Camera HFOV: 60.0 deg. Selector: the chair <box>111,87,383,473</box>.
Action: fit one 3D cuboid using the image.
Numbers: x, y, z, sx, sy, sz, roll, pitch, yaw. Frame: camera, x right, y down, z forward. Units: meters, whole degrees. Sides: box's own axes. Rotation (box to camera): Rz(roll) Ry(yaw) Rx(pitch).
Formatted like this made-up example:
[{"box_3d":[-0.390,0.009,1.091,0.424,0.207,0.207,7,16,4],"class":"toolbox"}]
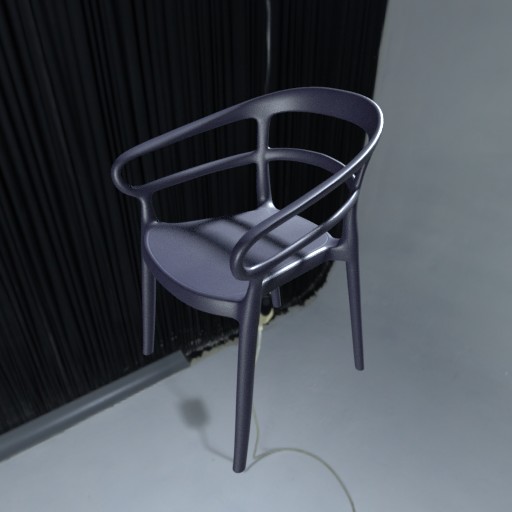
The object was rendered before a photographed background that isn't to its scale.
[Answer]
[{"box_3d":[0.000,0.000,1.142,0.527,0.761,0.559,-20,36,-31],"class":"chair"}]
